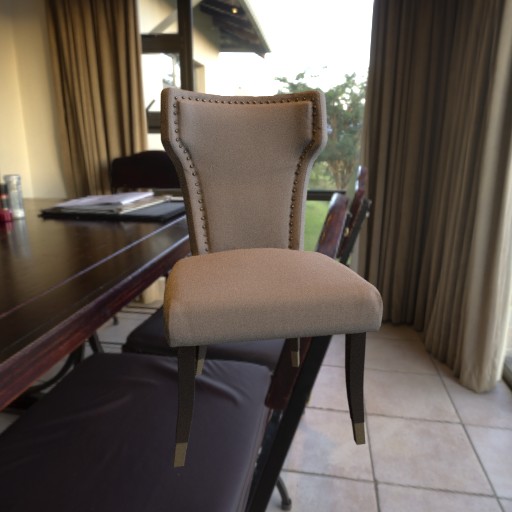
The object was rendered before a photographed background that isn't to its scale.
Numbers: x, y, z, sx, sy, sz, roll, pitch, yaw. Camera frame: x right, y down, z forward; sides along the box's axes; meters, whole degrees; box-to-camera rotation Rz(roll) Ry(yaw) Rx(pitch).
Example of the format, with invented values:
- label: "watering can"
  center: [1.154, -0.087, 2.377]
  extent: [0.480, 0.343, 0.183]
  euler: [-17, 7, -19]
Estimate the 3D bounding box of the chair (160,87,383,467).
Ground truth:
- label: "chair"
  center: [0.000, 0.000, 1.293]
  extent: [0.526, 0.950, 0.630]
  euler: [-3, 16, -9]
